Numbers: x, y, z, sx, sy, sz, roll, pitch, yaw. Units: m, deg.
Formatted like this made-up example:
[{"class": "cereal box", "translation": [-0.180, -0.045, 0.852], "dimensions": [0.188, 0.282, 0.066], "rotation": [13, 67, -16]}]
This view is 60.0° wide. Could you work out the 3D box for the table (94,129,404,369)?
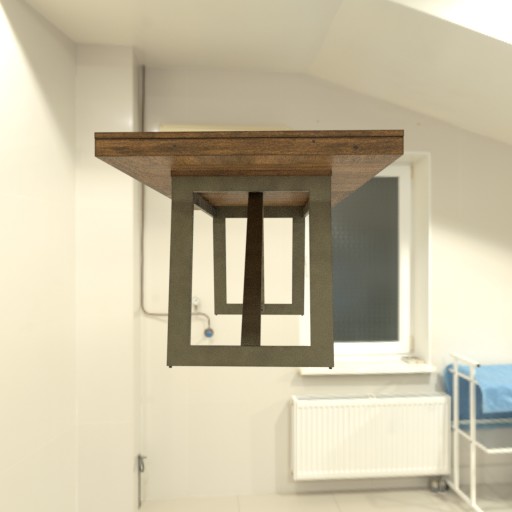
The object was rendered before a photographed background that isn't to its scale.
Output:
[{"class": "table", "translation": [0.000, 0.000, 2.153], "dimensions": [0.931, 0.757, 1.641], "rotation": [0, 0, 2]}]
